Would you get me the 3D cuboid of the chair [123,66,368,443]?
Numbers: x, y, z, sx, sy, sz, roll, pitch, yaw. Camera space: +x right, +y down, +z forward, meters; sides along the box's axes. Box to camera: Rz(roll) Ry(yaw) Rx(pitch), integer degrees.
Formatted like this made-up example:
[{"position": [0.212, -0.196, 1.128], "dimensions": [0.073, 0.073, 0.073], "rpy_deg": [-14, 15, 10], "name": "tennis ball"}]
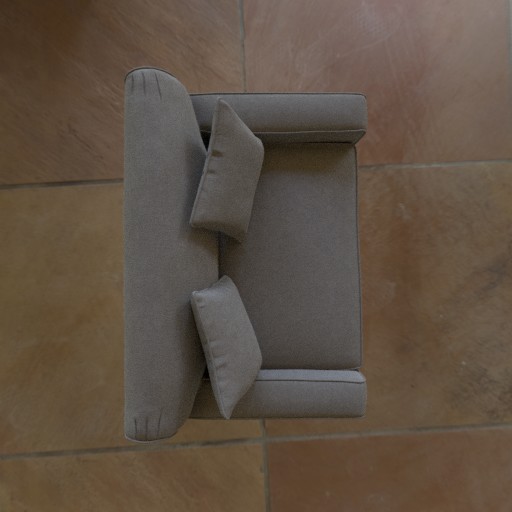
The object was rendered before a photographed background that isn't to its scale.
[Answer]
[{"position": [0.000, 0.000, 2.018], "dimensions": [0.992, 0.953, 1.395], "rpy_deg": [0, 91, -1], "name": "chair"}]
